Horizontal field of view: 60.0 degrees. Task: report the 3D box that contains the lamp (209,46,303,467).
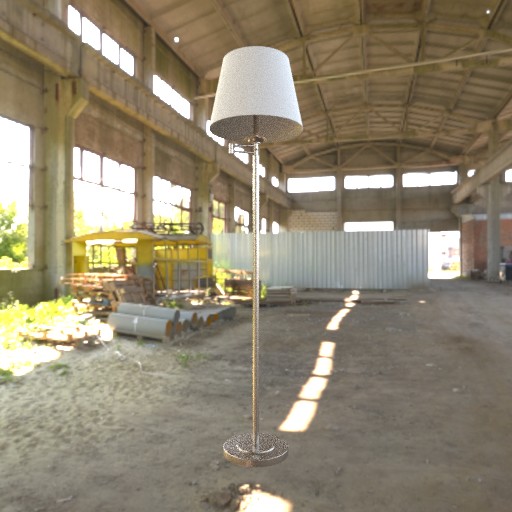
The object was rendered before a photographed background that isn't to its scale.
[{"bbox_3d":[0.000,0.000,1.673,0.355,1.473,0.355,0,-1,0],"label":"lamp"}]
